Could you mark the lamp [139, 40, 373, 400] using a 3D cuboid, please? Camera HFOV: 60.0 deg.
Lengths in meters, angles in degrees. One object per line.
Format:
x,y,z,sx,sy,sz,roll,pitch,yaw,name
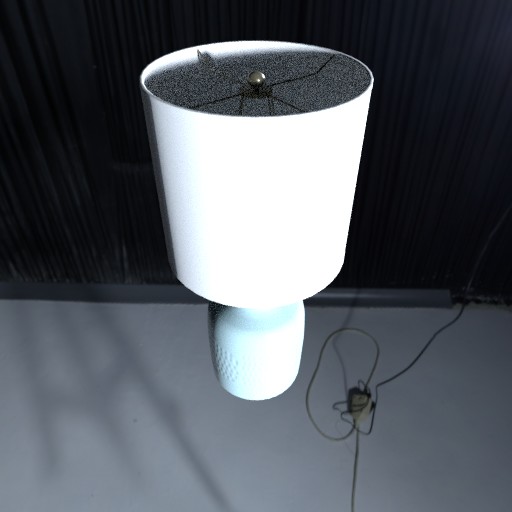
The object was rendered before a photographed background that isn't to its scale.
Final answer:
0.000,0.000,1.082,0.418,0.871,0.418,1,40,1,lamp
